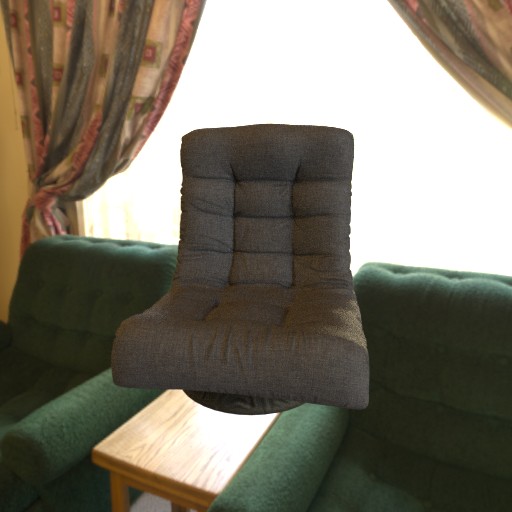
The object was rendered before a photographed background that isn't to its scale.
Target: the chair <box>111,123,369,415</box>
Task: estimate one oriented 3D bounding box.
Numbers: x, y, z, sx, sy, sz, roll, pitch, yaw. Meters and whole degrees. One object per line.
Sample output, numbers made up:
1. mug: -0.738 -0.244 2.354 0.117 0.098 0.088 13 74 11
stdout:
1. chair: 0.000 0.000 1.238 0.597 0.749 0.668 2 13 9
